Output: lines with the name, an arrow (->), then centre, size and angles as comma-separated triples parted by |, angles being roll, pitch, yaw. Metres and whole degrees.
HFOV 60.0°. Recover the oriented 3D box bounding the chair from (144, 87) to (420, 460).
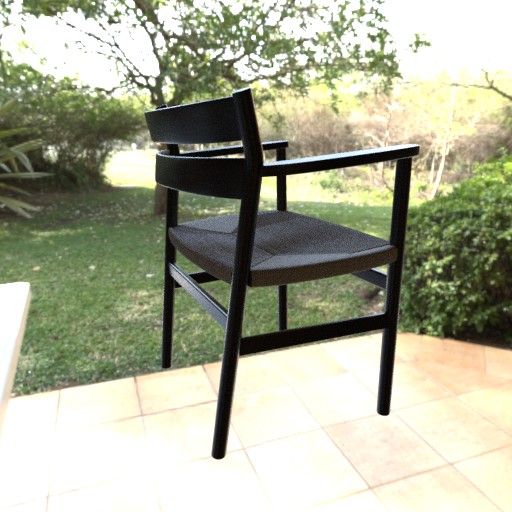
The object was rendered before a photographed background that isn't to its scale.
chair -> 0.000, 0.000, 1.163 | 0.508, 0.775, 0.630 | -8, 17, -25
